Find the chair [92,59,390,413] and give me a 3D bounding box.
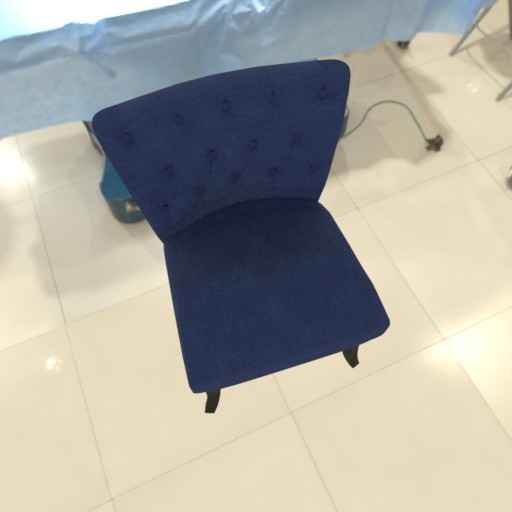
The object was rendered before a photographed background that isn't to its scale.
[{"bbox_3d":[0.000,0.000,1.193,0.585,0.753,0.606,-16,64,-8],"label":"chair"}]
